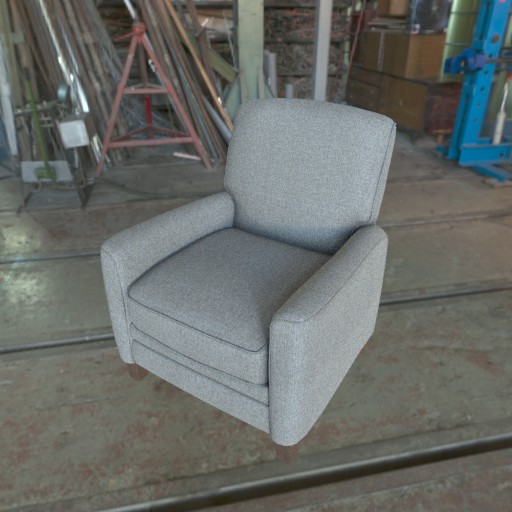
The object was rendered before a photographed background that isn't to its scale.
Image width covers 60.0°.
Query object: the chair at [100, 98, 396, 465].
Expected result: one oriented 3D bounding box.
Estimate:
[{"bbox_3d":[0.000,0.000,1.669,0.848,1.014,0.864,17,33,28],"label":"chair"}]
